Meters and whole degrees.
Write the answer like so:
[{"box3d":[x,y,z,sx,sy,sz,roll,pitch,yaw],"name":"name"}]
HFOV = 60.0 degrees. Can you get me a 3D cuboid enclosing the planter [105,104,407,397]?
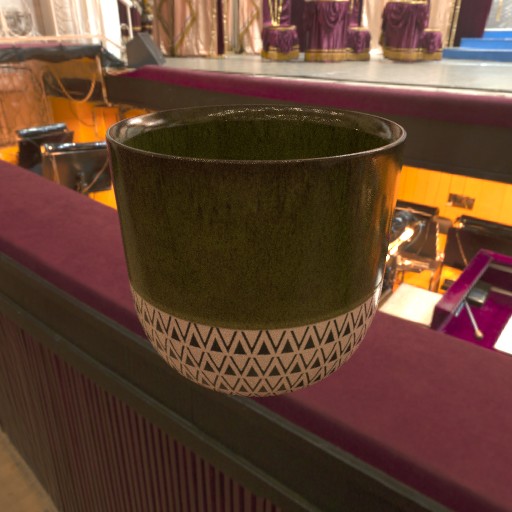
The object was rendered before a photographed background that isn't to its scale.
[{"box3d":[0.000,0.000,0.468,0.266,0.270,0.266,0,27,0],"name":"planter"}]
